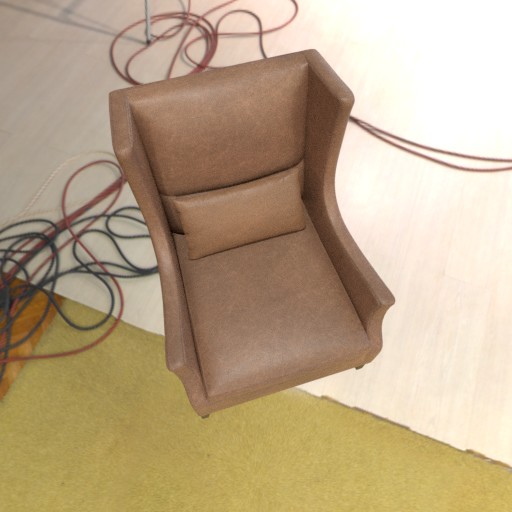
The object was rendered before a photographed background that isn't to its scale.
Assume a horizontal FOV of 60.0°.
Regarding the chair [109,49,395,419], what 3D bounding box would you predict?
[{"bbox_3d":[0.000,0.000,1.700,0.815,1.088,0.913,-15,64,-8],"label":"chair"}]
